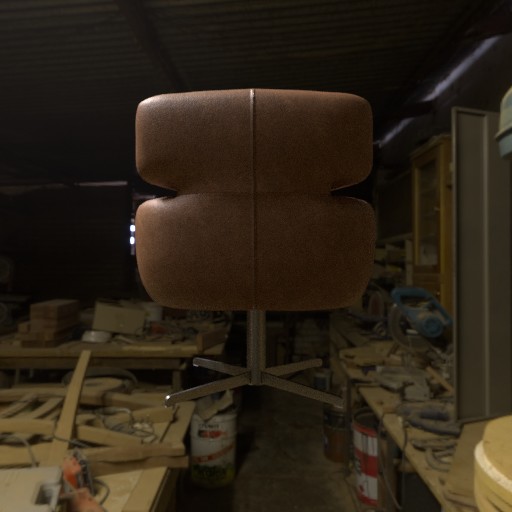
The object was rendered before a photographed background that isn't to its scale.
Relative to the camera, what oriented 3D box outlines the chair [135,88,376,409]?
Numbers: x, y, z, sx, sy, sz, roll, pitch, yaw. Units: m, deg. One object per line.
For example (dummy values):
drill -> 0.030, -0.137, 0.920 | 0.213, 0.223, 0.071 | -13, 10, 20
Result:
chair -> 0.000, 0.000, 1.391 | 0.706, 0.812, 0.715 | 0, 0, 1
